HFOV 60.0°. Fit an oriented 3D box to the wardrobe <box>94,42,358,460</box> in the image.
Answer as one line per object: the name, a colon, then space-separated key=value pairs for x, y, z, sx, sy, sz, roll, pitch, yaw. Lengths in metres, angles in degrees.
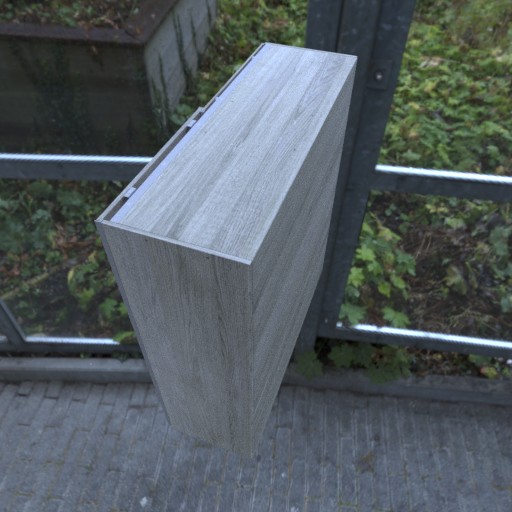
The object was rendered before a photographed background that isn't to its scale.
wardrobe: x=0.000 y=0.000 z=2.871 sx=0.629 sy=1.960 sz=1.780 roll=15 pitch=49 yaw=14
